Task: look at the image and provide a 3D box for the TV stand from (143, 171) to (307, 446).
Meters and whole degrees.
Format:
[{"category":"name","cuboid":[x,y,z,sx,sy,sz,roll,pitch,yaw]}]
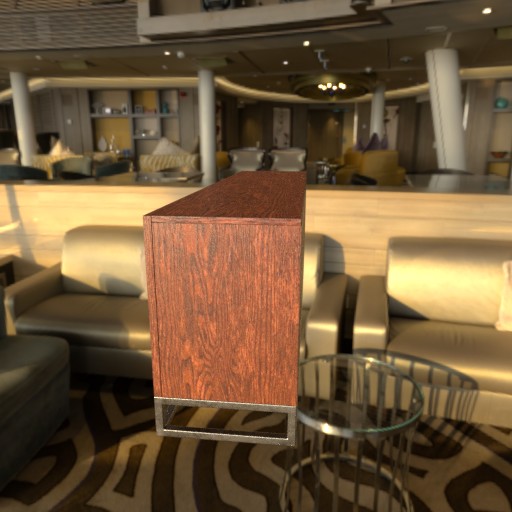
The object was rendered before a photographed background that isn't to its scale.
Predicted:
[{"category":"TV stand","cuboid":[0.000,0.000,1.801,0.382,0.578,1.541,2,15,6]}]
